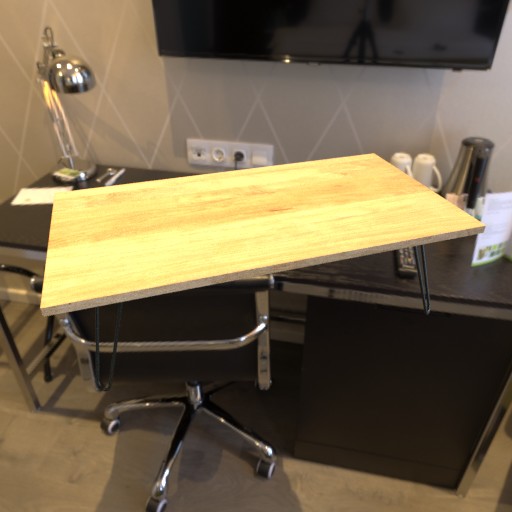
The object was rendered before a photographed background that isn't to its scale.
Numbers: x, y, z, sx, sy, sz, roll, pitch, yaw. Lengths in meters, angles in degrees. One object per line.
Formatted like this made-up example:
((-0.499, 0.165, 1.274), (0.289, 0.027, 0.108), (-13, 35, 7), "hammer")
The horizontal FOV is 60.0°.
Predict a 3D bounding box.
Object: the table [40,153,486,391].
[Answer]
((0.000, 0.000, 1.654), (1.348, 0.400, 0.699), (-10, 35, -15), "table")
